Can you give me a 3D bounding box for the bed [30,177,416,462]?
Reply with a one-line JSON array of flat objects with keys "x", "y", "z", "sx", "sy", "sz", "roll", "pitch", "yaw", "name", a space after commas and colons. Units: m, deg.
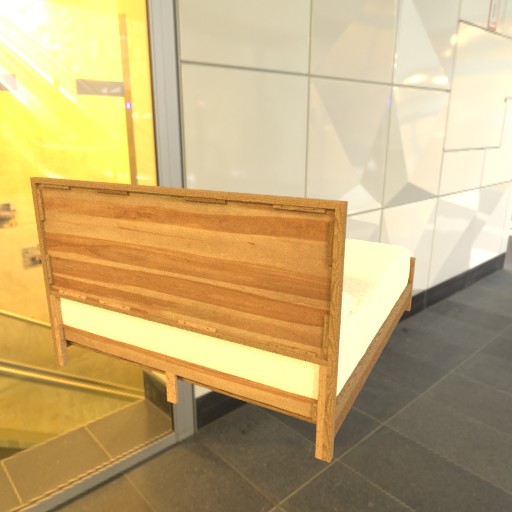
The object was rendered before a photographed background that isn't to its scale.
[{"x": 0.000, "y": 0.000, "z": 3.393, "sx": 2.013, "sy": 1.295, "sz": 2.184, "roll": 9, "pitch": 18, "yaw": 27, "name": "bed"}]
